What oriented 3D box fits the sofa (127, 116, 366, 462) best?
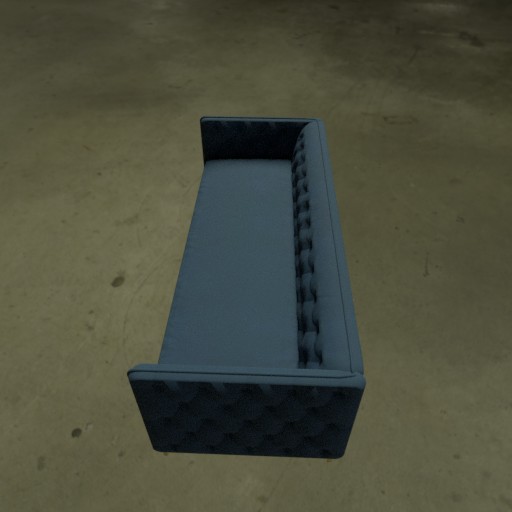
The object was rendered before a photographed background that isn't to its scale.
[{"bbox_3d":[0.000,0.000,2.648,0.895,0.771,2.209,2,43,2],"label":"sofa"}]
